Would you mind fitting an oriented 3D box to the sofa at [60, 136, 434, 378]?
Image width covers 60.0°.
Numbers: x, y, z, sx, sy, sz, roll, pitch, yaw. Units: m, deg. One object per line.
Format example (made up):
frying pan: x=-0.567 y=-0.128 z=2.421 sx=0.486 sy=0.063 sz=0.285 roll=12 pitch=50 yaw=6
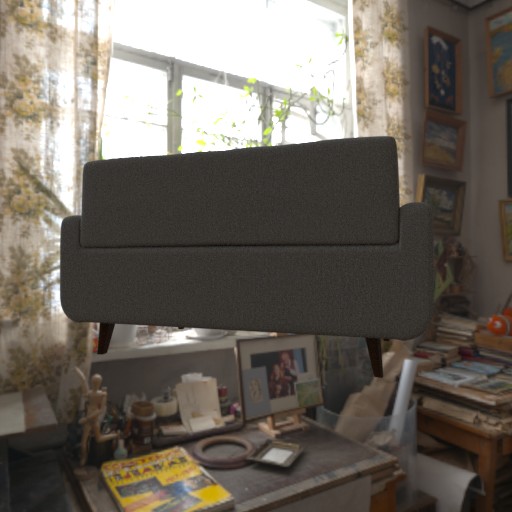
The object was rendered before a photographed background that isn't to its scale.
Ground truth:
sofa: x=0.000 y=0.000 z=2.276 sx=1.651 sy=0.925 sz=0.952 roll=0 pitch=0 yaw=19
